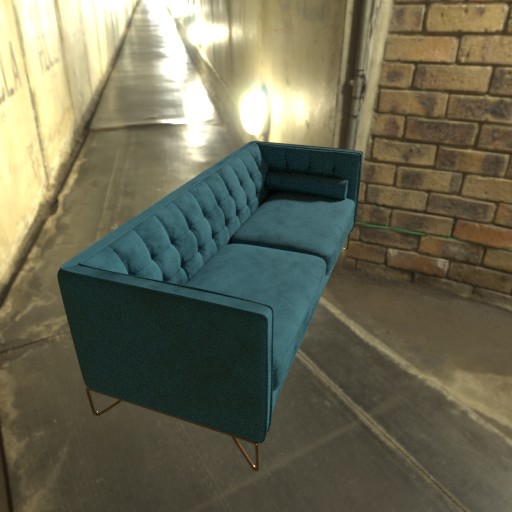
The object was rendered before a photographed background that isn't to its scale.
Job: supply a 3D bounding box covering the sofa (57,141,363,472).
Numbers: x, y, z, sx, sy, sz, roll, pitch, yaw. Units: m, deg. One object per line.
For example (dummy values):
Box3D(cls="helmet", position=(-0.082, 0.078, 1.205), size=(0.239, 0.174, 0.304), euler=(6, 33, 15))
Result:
Box3D(cls="sofa", position=(0.000, 0.000, 2.547), size=(0.867, 0.789, 2.087), euler=(10, 30, 18))
